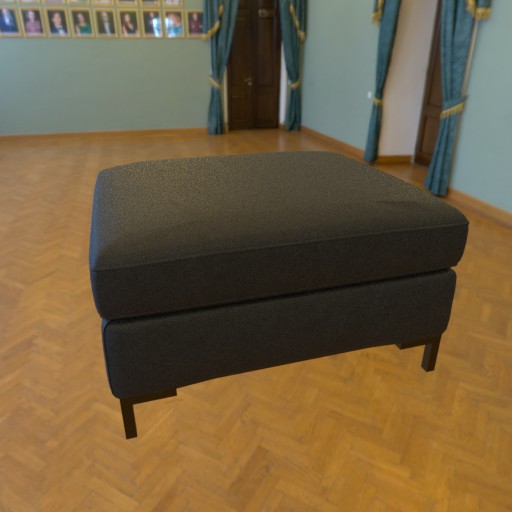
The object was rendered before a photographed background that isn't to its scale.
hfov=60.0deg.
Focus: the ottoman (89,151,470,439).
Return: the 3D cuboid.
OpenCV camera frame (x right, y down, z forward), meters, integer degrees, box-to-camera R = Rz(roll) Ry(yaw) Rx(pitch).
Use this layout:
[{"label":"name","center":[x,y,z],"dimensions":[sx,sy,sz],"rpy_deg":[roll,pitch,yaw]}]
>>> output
[{"label":"ottoman","center":[0.000,0.000,1.794],"dimensions":[1.187,0.696,0.967],"rpy_deg":[-7,26,-15]}]
